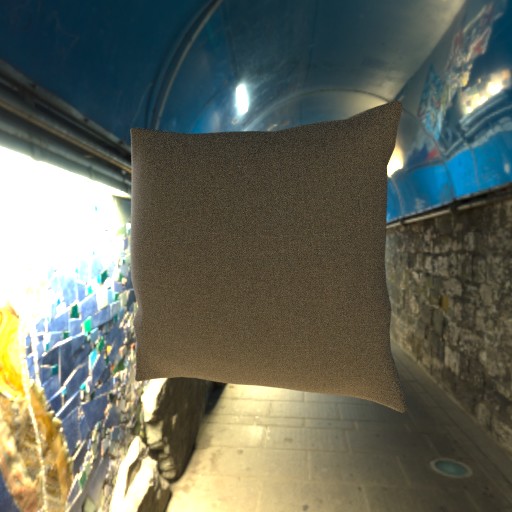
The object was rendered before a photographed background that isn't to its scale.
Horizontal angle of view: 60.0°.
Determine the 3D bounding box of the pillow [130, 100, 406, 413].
[{"bbox_3d":[0.000,0.000,0.790,0.508,0.498,0.215,0,0,19],"label":"pillow"}]
